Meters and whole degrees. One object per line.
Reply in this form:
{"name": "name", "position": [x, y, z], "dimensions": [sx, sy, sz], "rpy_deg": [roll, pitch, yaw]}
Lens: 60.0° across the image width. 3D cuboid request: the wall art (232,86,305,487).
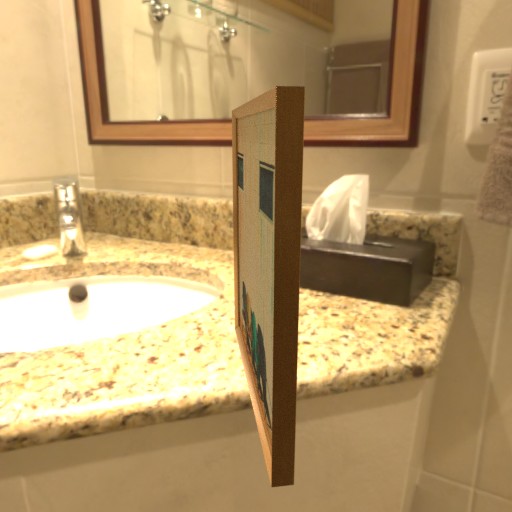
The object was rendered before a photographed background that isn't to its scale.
{"name": "wall art", "position": [0.000, 0.000, 0.461], "dimensions": [0.019, 0.302, 0.302], "rpy_deg": [-2, 16, -8]}
